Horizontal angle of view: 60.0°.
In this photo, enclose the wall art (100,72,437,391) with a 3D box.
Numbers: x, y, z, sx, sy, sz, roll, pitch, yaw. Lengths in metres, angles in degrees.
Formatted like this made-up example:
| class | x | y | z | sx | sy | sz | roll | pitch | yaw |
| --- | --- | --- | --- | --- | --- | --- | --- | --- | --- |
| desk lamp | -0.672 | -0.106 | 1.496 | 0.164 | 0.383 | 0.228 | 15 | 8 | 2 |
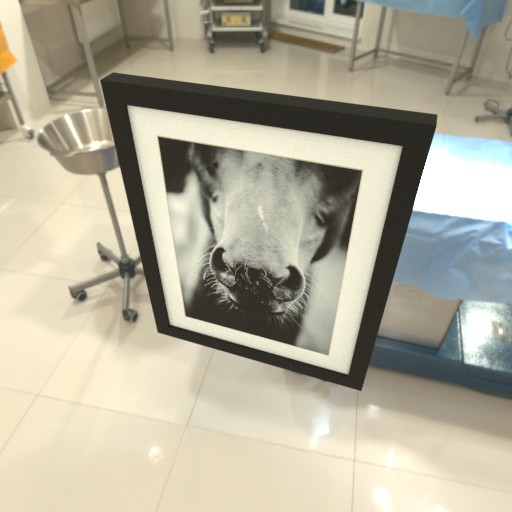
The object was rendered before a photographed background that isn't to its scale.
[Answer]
| class | x | y | z | sx | sy | sz | roll | pitch | yaw |
| --- | --- | --- | --- | --- | --- | --- | --- | --- | --- |
| wall art | 0.000 | 0.000 | 0.554 | 0.329 | 0.404 | 0.024 | 13 | 43 | 14 |
